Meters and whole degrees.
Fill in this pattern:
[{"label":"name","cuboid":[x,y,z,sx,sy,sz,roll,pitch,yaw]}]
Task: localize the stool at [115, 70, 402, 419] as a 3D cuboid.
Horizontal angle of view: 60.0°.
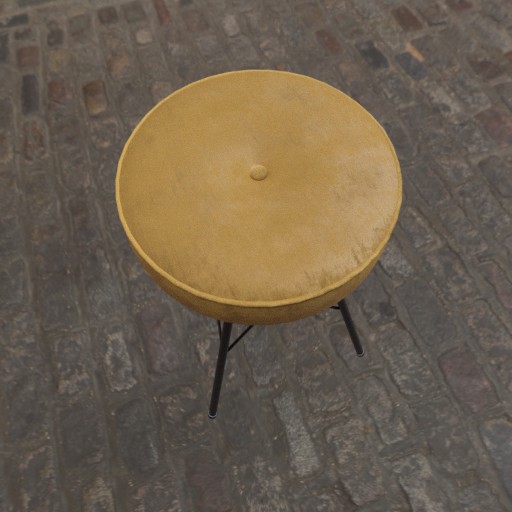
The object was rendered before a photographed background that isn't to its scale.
[{"label":"stool","cuboid":[0.000,0.000,0.910,0.438,0.595,0.472,-18,66,-8]}]
